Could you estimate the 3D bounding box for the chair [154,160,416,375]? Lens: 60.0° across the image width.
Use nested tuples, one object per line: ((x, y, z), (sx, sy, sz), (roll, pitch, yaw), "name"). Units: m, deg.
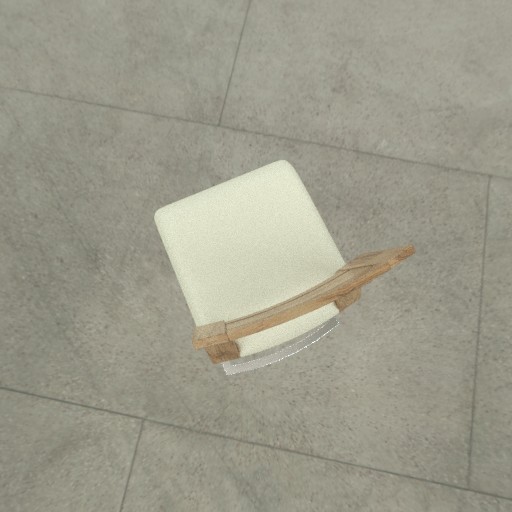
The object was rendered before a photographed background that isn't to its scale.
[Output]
((0.000, 0.000, 1.248), (0.457, 0.955, 0.561), (-23, 76, -6), "chair")
